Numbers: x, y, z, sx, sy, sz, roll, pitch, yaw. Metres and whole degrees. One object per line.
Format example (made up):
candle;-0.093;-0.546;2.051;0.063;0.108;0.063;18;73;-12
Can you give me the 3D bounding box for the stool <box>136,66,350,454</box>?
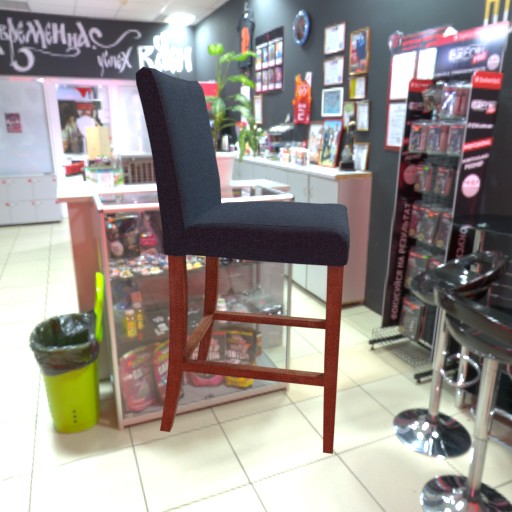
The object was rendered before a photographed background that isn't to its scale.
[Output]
stool;0.000;0.000;1.420;0.574;1.088;0.454;3;17;9
